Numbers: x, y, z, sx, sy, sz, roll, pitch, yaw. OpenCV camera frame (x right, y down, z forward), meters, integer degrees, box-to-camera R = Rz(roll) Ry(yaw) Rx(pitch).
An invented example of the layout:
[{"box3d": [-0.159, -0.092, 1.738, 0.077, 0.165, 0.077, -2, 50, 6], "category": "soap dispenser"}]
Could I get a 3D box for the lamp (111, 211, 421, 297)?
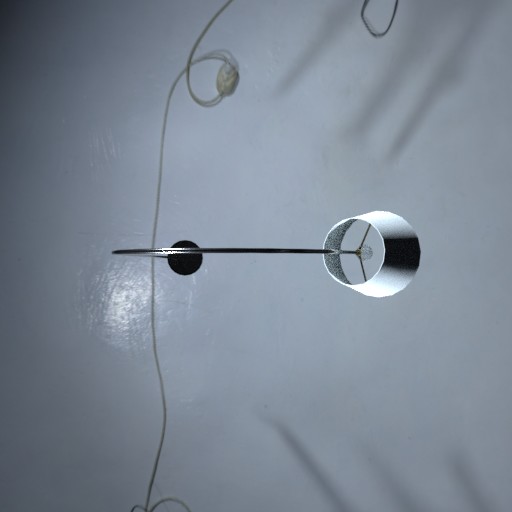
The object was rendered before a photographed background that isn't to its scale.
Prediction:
[{"box3d": [0.000, 0.000, 2.659, 1.445, 2.098, 0.406, 0, 89, -1], "category": "lamp"}]
